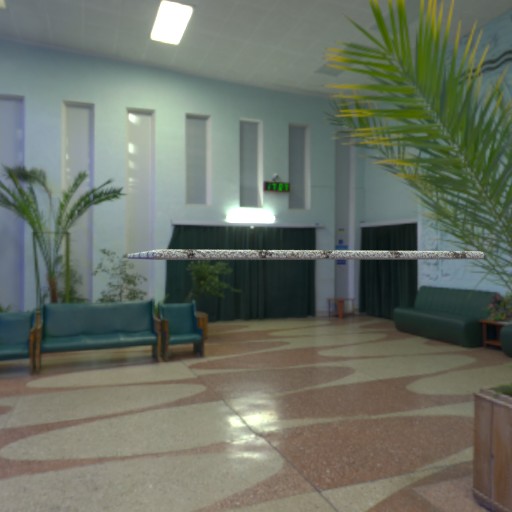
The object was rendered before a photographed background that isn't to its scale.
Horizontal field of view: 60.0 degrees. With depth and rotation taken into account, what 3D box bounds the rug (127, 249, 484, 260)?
[{"bbox_3d":[0.000,0.000,2.306,1.219,0.030,1.778,0,0,-18],"label":"rug"}]
